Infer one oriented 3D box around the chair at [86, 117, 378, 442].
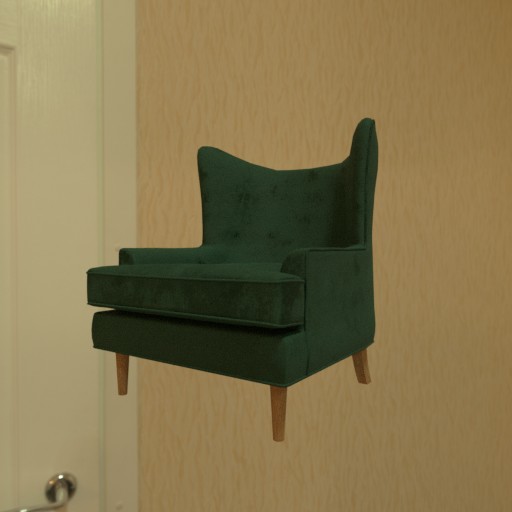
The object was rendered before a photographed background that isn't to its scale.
[{"bbox_3d":[0.000,0.000,1.625,0.793,0.952,0.910,1,1,35],"label":"chair"}]
